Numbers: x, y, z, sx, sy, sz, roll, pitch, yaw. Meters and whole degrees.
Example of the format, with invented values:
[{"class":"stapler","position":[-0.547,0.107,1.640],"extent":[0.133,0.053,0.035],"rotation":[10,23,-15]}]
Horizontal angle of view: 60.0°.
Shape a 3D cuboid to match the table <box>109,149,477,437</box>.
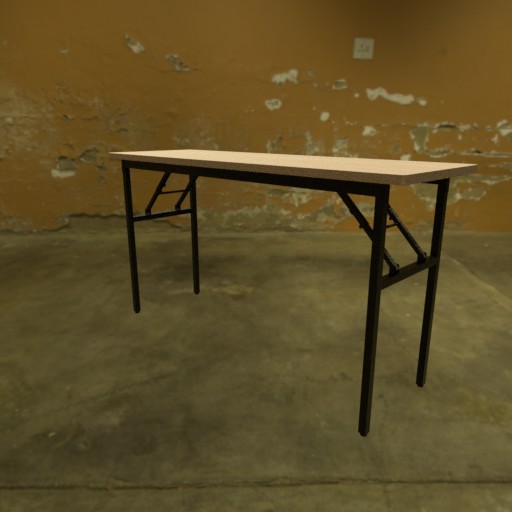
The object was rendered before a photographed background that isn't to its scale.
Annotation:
[{"class":"table","position":[0.000,0.000,1.723],"extent":[0.447,0.750,1.397],"rotation":[-15,22,-43]}]
